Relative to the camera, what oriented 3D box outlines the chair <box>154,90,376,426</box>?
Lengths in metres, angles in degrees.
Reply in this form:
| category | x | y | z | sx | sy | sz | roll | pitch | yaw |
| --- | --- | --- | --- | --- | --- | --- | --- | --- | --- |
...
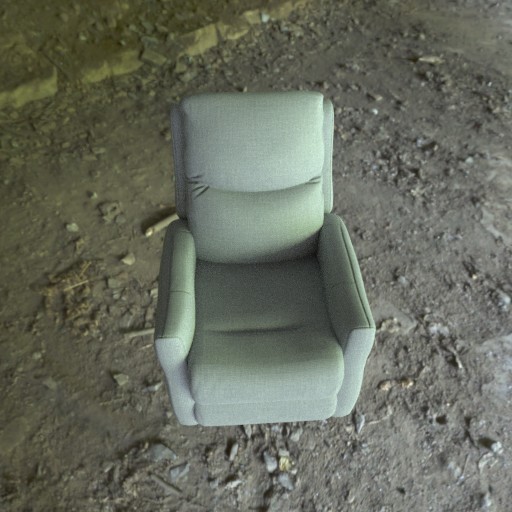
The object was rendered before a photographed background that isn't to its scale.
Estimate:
| category | x | y | z | sx | sy | sz | roll | pitch | yaw |
| --- | --- | --- | --- | --- | --- | --- | --- | --- | --- |
| chair | 0.000 | 0.000 | 1.826 | 0.829 | 1.030 | 1.080 | -2 | 46 | -2 |
